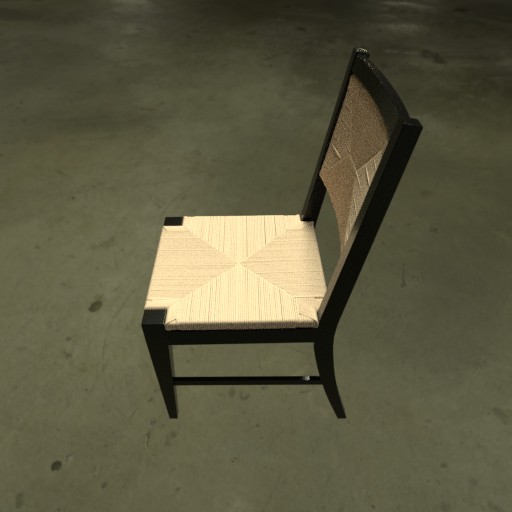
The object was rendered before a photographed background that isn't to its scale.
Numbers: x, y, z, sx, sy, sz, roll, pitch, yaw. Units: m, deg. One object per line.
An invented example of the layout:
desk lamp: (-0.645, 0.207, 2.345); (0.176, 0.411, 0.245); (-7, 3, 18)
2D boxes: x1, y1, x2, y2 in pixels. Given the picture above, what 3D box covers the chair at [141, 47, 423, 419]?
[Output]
chair: (0.000, 0.000, 1.186); (0.552, 0.927, 0.437); (-1, 40, -1)
